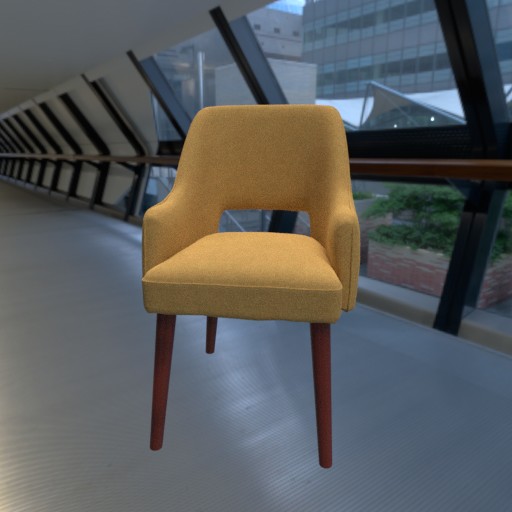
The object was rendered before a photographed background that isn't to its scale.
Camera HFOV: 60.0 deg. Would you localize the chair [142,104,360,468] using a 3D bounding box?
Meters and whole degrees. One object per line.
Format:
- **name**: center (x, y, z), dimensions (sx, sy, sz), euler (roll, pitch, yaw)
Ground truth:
- **chair**: center (0.000, 0.000, 1.240), dimensions (0.548, 0.849, 0.605), euler (2, 14, 8)
